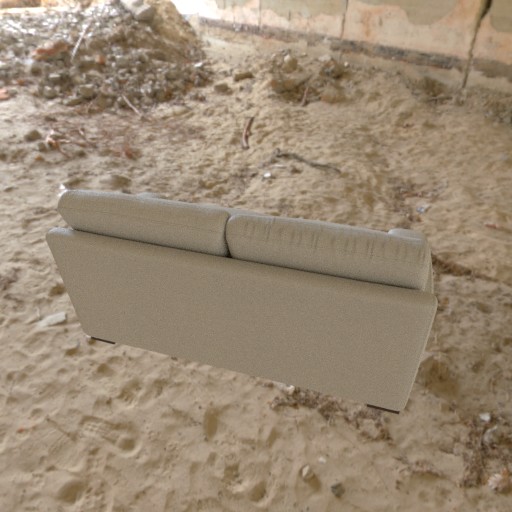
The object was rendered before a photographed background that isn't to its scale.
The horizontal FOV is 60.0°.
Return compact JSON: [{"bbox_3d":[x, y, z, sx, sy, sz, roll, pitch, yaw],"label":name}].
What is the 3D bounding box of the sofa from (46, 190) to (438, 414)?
[{"bbox_3d":[0.000,0.000,2.528,1.880,0.940,1.143,10,35,15],"label":"sofa"}]
